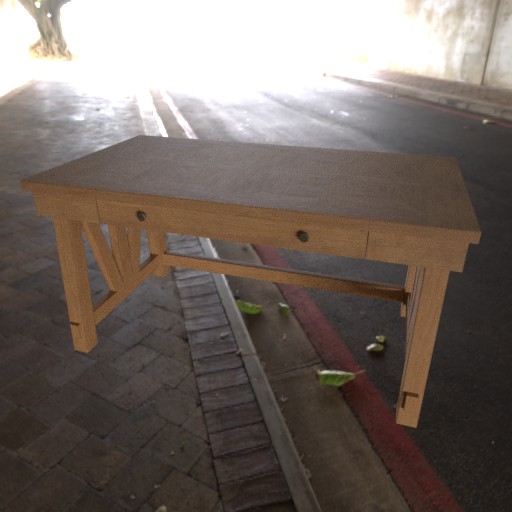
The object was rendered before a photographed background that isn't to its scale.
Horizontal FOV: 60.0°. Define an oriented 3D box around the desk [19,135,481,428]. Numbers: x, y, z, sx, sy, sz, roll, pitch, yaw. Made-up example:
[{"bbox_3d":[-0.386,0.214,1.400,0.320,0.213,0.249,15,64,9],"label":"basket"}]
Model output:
[{"bbox_3d":[0.000,0.000,1.884,1.499,0.762,0.813,8,28,16],"label":"desk"}]
